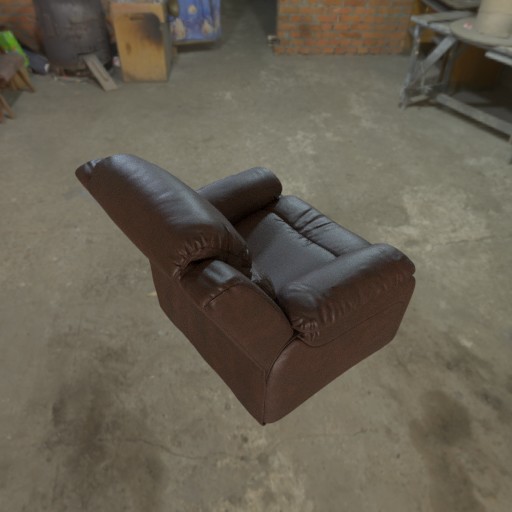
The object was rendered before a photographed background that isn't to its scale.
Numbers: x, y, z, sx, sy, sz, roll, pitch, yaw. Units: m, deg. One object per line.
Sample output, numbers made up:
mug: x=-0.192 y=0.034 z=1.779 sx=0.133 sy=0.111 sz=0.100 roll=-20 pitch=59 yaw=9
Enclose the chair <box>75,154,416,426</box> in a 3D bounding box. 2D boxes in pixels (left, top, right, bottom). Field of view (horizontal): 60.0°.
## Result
chair: x=0.000 y=0.000 z=1.262 sx=0.707 sy=0.702 sz=0.680 roll=-27 pitch=47 yaw=-28
